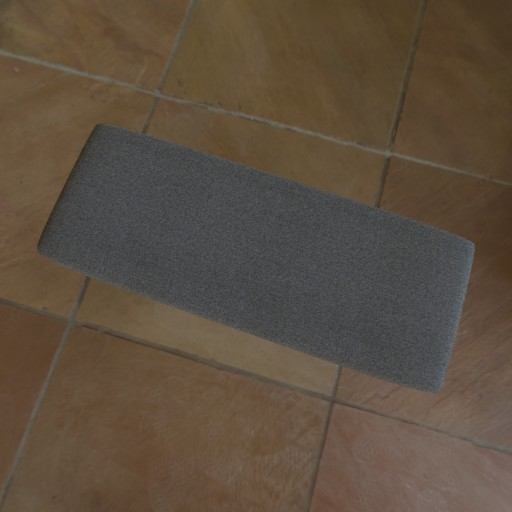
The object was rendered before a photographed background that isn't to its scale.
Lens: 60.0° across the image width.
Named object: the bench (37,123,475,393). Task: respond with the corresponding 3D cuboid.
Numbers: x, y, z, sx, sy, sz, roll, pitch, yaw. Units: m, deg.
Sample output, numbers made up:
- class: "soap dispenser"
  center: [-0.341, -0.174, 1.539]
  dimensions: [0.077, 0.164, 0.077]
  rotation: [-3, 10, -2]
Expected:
- class: "bench"
  center: [0.000, 0.000, 1.849]
  dimensions: [1.598, 0.384, 0.631]
  rotation: [19, 76, 5]
